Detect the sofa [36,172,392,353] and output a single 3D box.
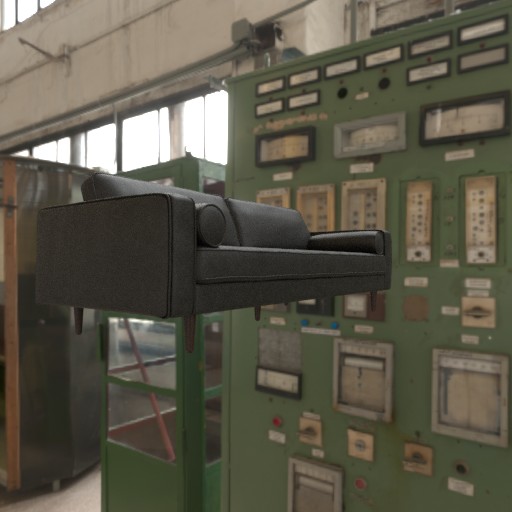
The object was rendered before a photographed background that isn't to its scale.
[{"bbox_3d":[0.000,0.000,2.618,0.914,0.762,2.210,-1,-1,36],"label":"sofa"}]
